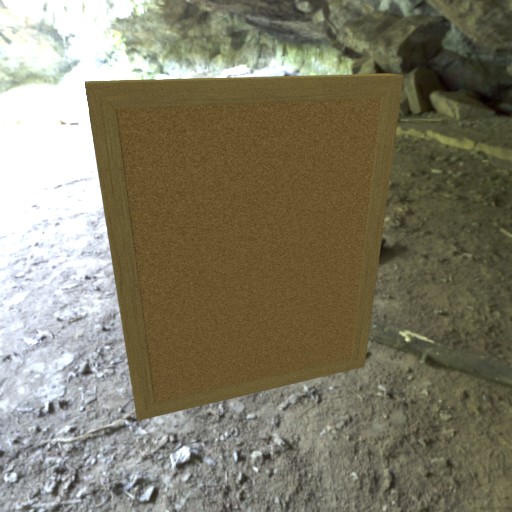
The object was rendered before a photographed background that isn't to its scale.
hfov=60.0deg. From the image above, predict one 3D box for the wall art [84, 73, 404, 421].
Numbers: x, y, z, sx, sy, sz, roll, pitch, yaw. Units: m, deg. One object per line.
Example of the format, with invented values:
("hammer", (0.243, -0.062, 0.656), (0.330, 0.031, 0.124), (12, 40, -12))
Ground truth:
("wall art", (0.000, 0.000, 0.508), (0.312, 0.380, 0.030), (-8, 27, -17))
